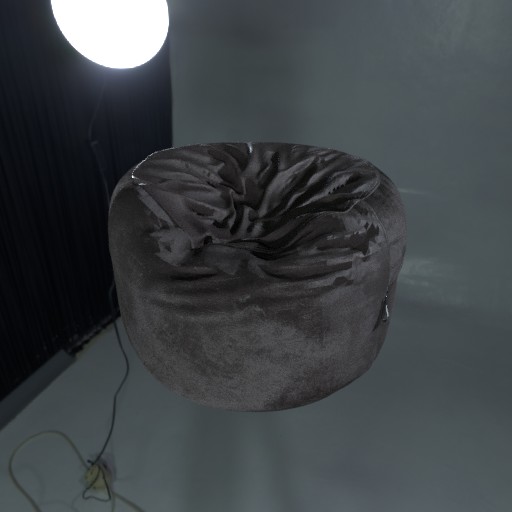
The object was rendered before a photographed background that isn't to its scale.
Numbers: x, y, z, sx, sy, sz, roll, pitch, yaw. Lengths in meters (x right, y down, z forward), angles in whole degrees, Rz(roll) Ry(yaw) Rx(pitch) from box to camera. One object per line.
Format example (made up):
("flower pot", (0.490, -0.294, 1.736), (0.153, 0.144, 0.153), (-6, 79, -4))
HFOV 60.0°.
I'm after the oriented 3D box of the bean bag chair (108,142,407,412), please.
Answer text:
("bean bag chair", (0.000, 0.000, 1.463), (0.918, 0.605, 0.918), (0, 27, 0))
